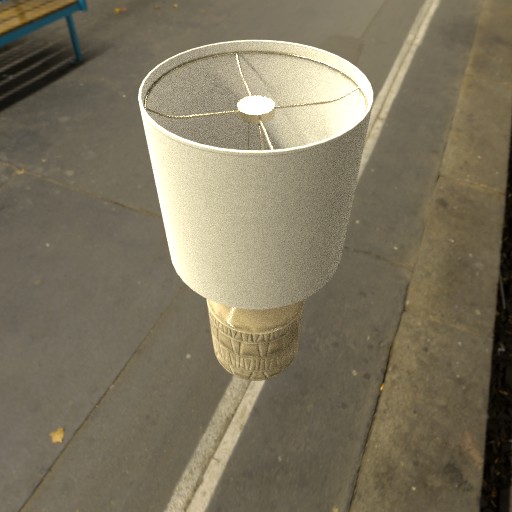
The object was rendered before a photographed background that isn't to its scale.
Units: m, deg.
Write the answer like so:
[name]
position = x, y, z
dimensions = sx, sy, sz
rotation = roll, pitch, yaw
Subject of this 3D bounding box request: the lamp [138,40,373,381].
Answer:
[lamp]
position = 0.000, 0.000, 0.570
dimensions = 0.211, 0.455, 0.211
rotation = 2, 47, 1
